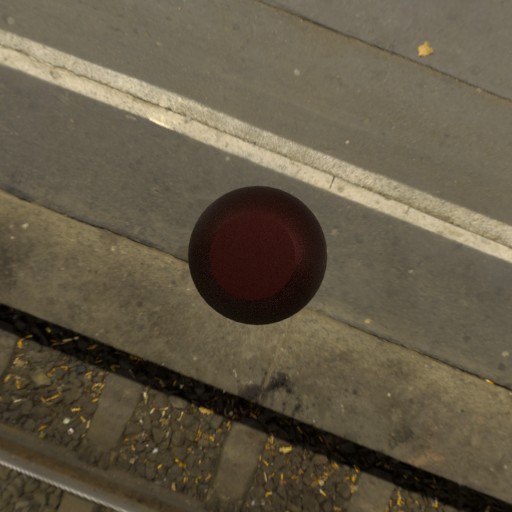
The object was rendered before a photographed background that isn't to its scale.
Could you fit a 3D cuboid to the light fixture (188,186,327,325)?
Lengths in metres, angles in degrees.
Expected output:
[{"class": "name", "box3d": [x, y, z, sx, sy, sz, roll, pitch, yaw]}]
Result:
[{"class": "light fixture", "box3d": [0.000, 0.000, 1.147, 0.492, 0.869, 0.492, 0, 90, 1]}]
